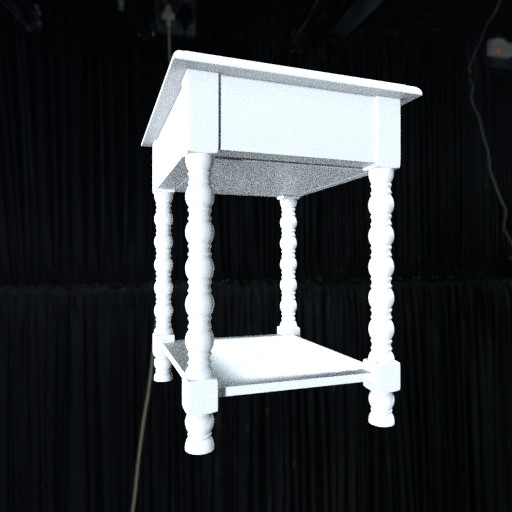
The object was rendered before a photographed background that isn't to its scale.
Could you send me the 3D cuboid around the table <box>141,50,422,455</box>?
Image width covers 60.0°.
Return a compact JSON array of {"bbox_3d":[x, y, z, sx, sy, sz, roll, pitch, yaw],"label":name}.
[{"bbox_3d":[0.000,0.000,0.832,0.381,0.531,0.460,0,0,-19],"label":"table"}]
